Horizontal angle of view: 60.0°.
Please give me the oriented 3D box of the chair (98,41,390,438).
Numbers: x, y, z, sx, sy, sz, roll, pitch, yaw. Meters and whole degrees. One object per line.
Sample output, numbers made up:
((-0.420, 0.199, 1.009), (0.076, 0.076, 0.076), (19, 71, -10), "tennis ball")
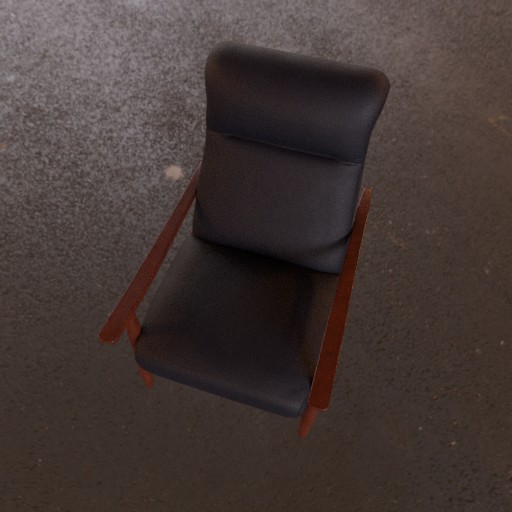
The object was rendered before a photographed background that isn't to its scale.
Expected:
((0.000, 0.000, 1.697), (0.762, 1.082, 1.014), (15, 59, 9), "chair")
